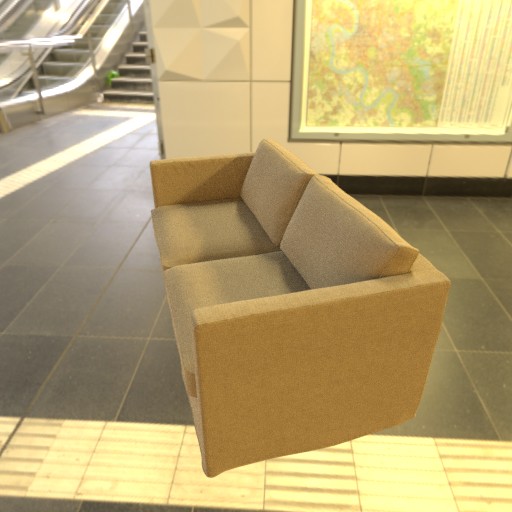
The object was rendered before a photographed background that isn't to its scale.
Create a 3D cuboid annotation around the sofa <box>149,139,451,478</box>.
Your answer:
[{"bbox_3d":[0.000,0.000,2.299,0.956,0.828,1.766,-8,30,-14],"label":"sofa"}]
